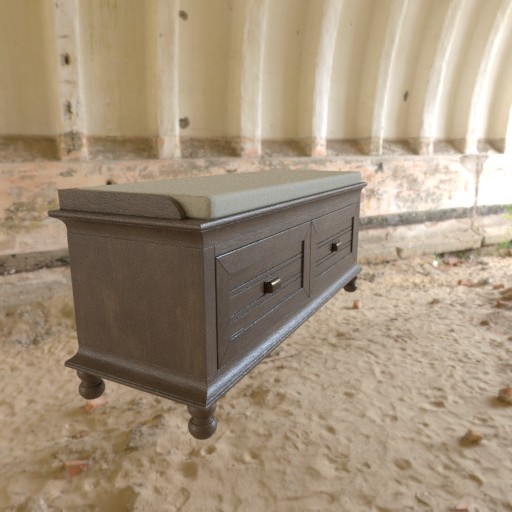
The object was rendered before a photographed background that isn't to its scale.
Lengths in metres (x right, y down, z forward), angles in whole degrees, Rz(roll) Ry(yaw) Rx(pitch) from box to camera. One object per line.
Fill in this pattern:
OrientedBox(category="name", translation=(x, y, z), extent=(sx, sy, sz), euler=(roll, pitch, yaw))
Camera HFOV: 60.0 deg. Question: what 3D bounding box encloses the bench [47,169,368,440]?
OrientedBox(category="bench", translation=(0.000, 0.000, 1.428), extent=(0.402, 0.501, 1.185), euler=(7, 15, 27))
